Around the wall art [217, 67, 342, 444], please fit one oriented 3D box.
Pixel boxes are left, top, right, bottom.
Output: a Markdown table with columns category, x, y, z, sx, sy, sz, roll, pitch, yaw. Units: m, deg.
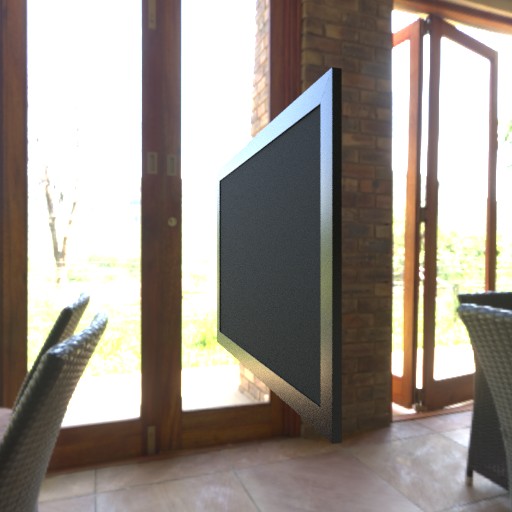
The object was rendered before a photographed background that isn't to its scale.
| category | x | y | z | sx | sy | sz | roll | pitch | yaw |
| --- | --- | --- | --- | --- | --- | --- | --- | --- | --- |
| wall art | 0.000 | 0.000 | 0.843 | 0.013 | 0.447 | 0.660 | 0 | 0 | -17 |
